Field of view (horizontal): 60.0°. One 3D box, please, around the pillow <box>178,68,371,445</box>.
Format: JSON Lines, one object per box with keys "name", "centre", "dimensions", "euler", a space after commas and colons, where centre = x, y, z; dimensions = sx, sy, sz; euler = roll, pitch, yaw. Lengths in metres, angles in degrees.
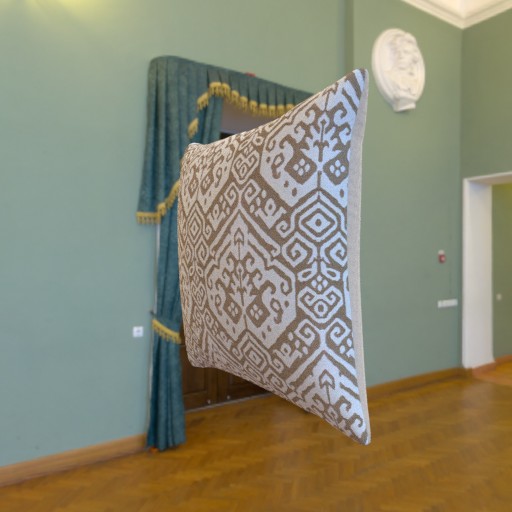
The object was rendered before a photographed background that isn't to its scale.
{"name": "pillow", "centre": [0.000, 0.000, 0.647], "dimensions": [0.173, 0.407, 0.419], "euler": [0, 0, -35]}
